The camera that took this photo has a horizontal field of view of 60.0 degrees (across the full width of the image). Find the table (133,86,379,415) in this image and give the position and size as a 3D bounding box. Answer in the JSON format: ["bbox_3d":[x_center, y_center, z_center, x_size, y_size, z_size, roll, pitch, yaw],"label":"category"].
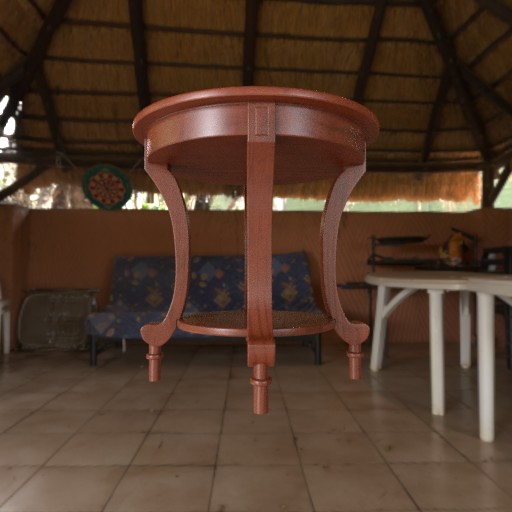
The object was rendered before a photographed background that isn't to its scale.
[{"bbox_3d":[0.000,0.000,1.105,0.597,0.612,0.597,0,-1,0],"label":"table"}]
